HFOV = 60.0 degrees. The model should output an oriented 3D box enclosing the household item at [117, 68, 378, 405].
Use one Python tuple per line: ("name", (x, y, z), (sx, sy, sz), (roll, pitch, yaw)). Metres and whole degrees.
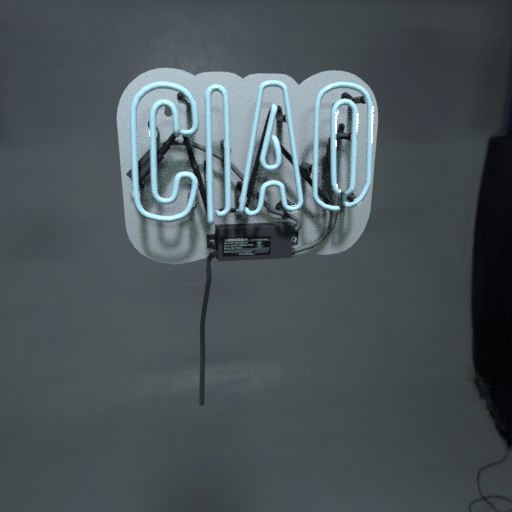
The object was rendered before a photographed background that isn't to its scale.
("household item", (0.000, 0.000, 0.372), (0.211, 0.294, 0.042), (-3, 17, -8))
